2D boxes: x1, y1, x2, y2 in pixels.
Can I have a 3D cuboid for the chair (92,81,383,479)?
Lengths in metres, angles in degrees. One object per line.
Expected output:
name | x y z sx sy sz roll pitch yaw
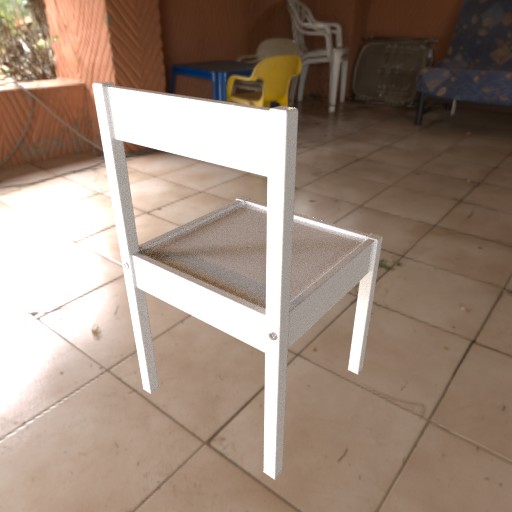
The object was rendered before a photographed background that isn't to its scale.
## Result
chair | 0.000 0.000 0.679 0.285 0.505 0.285 20 35 32
